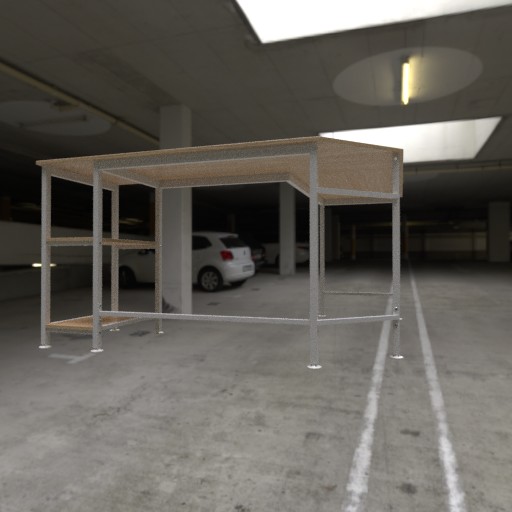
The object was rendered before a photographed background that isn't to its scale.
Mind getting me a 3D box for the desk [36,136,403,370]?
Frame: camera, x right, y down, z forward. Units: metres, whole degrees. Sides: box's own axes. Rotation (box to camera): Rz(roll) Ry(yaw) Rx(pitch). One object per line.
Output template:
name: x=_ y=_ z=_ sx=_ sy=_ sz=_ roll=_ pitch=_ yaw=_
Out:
desk: x=0.000 y=0.000 z=2.188 sx=1.379 sy=0.739 sz=1.379 roll=0 pitch=-1 yaw=18
